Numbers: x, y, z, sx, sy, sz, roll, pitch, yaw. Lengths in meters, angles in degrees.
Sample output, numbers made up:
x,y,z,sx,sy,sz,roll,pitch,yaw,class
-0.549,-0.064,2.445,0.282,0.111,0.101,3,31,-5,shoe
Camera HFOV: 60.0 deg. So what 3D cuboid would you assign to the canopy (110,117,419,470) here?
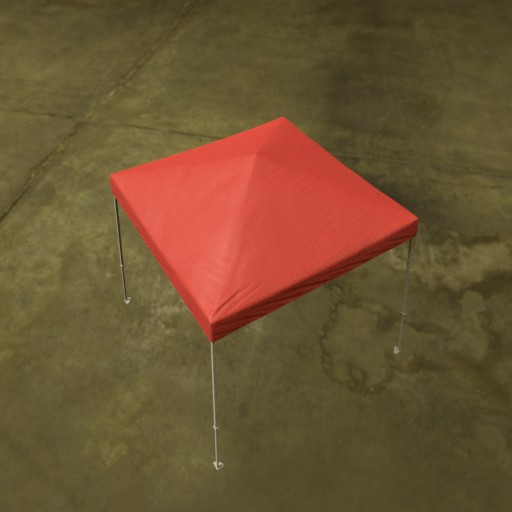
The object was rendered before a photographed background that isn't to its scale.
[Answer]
x,y,z,sx,sy,sz,roll,pitch,yaw,class
0.000,0.000,5.296,2.849,2.849,2.848,-25,51,-22,canopy
